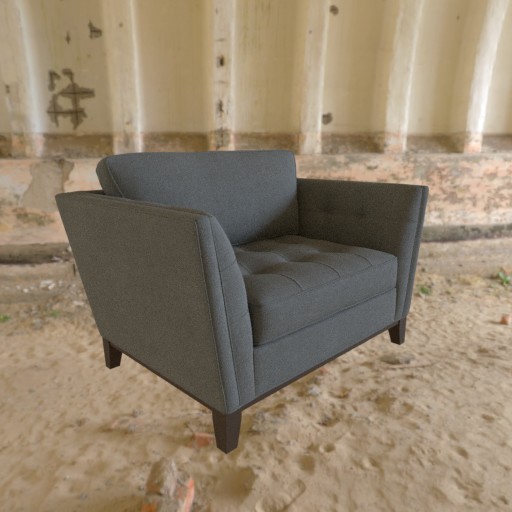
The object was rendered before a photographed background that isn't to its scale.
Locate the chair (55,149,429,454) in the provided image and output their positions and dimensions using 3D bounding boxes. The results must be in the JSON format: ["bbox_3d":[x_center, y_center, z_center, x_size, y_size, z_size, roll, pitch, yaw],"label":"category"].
[{"bbox_3d":[0.000,0.000,2.040,1.396,0.942,0.965,-13,19,-43],"label":"chair"}]
